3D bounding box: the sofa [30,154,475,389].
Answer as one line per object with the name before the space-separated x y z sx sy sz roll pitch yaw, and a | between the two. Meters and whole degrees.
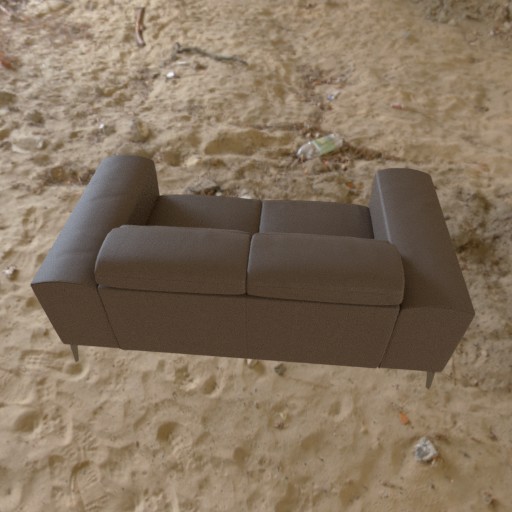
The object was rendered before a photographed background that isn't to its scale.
sofa | 0.000 0.000 2.347 1.895 0.779 1.003 3 46 3
